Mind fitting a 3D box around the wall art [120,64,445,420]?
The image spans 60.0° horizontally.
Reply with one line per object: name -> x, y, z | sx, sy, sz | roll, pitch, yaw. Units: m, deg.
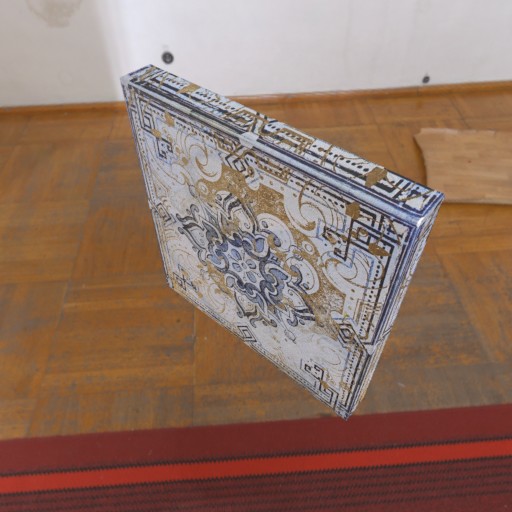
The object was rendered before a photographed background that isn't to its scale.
wall art -> 0.000, 0.000, 0.466 | 0.302, 0.306, 0.038 | 32, 55, 26
